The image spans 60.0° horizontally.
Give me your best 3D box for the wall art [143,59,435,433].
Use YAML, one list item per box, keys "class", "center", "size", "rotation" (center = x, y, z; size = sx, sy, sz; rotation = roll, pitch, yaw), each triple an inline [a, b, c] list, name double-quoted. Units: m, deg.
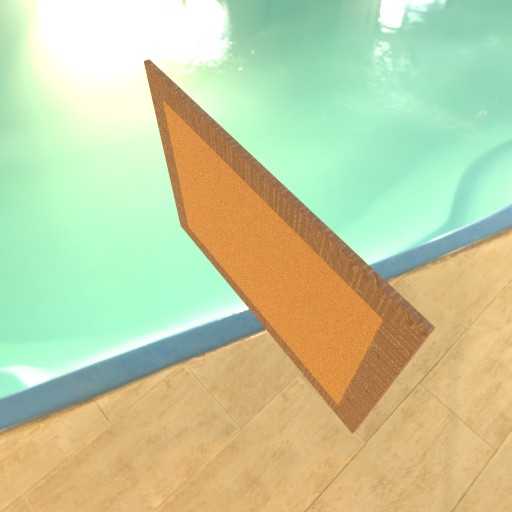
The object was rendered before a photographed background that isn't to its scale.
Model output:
- class: "wall art"
  center: [0.000, 0.000, 1.347]
  size: [0.020, 0.761, 1.056]
  rotation: [-32, 61, -20]
